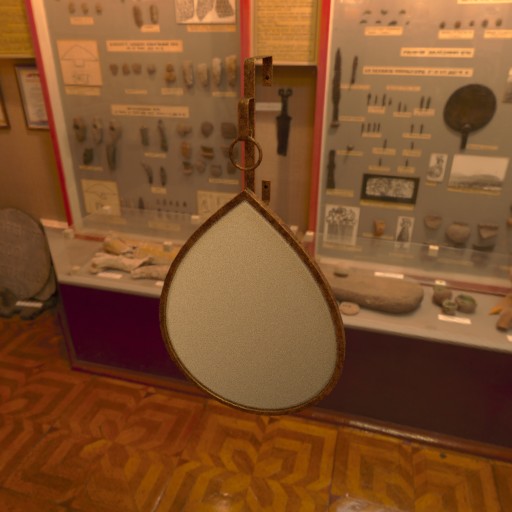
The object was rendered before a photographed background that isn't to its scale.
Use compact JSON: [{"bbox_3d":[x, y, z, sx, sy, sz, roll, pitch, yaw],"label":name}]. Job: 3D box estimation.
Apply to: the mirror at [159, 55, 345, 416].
[{"bbox_3d":[0.000,0.000,0.909,0.405,0.744,0.144,8,28,15],"label":"mirror"}]
